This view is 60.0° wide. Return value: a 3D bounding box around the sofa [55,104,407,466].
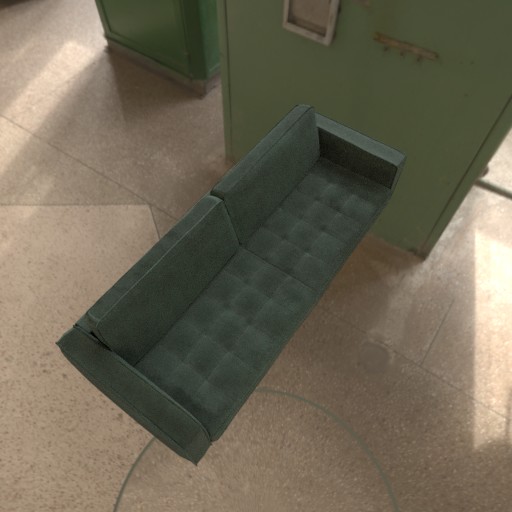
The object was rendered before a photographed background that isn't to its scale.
[{"bbox_3d":[0.000,0.000,2.656,0.886,0.781,2.214,31,63,18],"label":"sofa"}]
